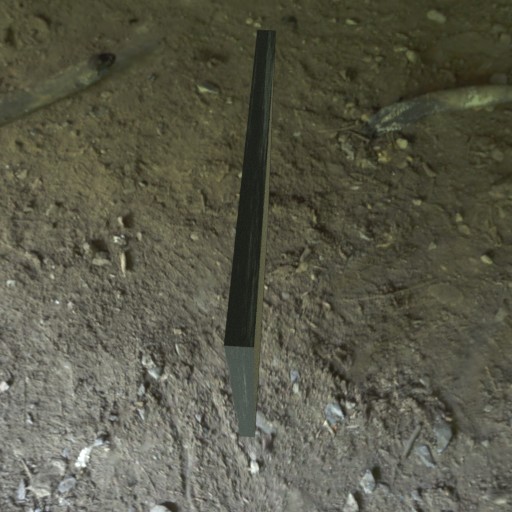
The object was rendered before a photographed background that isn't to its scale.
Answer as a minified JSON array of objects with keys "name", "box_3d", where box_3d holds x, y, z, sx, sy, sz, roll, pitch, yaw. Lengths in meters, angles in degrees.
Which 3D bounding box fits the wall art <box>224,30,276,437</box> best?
[{"name":"wall art","box_3d":[0.000,0.000,1.151,0.043,0.758,0.762,3,59,2]}]
